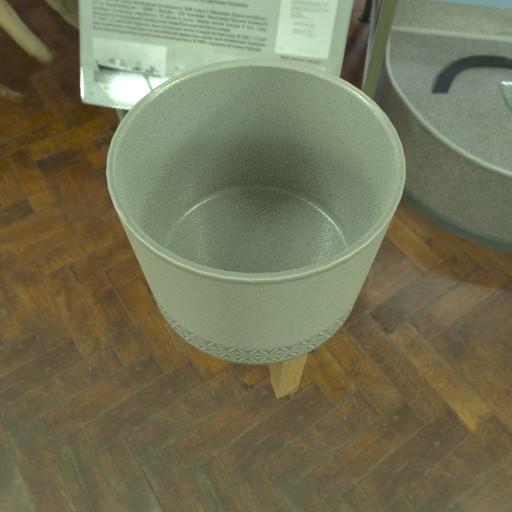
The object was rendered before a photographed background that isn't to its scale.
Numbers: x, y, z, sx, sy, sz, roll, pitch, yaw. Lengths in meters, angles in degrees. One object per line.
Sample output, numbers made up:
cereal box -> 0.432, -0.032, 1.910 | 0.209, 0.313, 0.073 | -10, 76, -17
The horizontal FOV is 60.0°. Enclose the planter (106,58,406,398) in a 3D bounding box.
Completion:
planter -> 0.000, 0.000, 0.270 | 0.130, 0.178, 0.130 | 0, 59, 0
